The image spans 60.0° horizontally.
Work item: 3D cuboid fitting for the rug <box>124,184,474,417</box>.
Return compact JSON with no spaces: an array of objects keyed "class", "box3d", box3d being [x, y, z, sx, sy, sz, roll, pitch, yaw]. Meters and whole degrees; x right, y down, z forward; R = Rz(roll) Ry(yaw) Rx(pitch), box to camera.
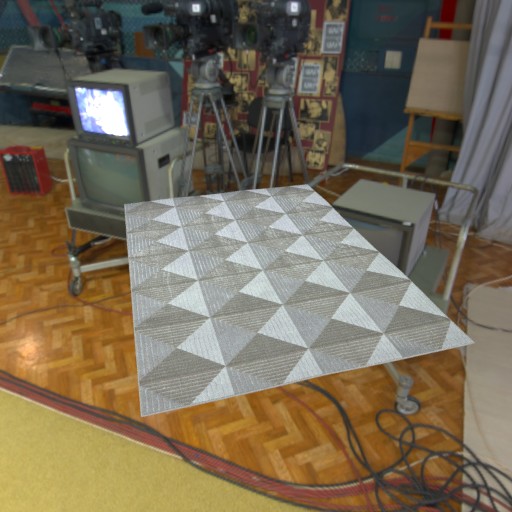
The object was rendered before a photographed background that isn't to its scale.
[{"class":"rug","box3d":[0.000,0.000,4.384,2.428,0.027,3.333,-8,31,-14]}]
